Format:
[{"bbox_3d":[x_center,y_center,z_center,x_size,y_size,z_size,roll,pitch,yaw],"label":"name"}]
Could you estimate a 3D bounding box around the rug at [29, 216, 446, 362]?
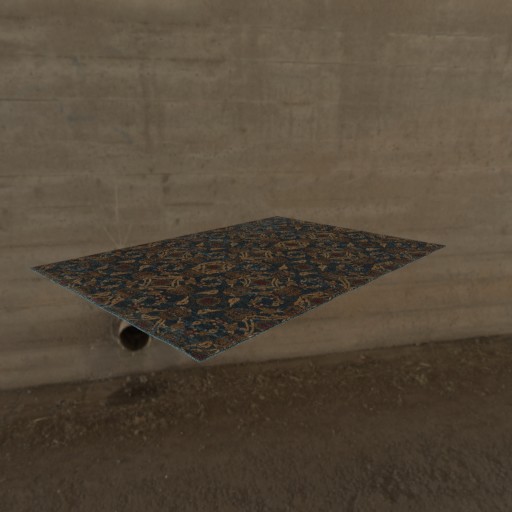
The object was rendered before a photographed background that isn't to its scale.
[{"bbox_3d":[0.000,0.000,4.235,2.337,0.013,3.291,15,22,42],"label":"rug"}]
